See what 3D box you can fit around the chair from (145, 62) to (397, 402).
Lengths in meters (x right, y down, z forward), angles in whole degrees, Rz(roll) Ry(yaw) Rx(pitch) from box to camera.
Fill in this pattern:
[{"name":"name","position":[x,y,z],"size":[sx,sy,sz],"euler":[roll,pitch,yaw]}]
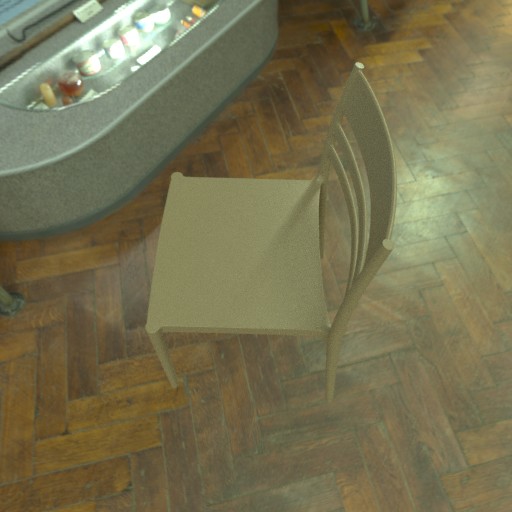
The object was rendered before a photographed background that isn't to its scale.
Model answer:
[{"name":"chair","position":[0.000,0.000,1.144],"size":[0.511,0.800,0.531],"euler":[1,58,1]}]
